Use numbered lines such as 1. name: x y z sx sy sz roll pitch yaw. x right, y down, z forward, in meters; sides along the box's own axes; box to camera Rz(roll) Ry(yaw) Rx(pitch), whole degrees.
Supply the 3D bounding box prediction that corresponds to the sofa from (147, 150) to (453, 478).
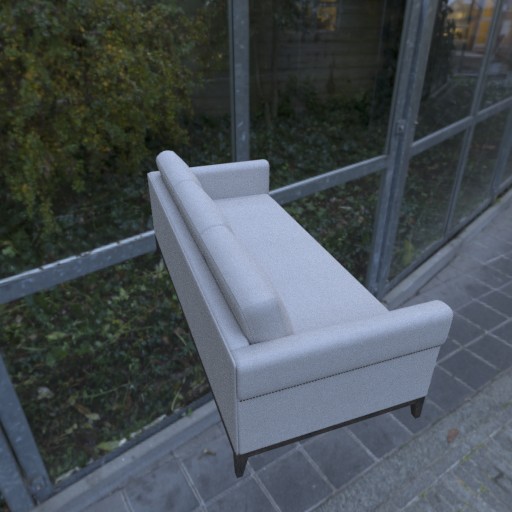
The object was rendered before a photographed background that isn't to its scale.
1. sofa: 0.000 0.000 2.704 0.959 0.838 2.210 -10 31 -17
